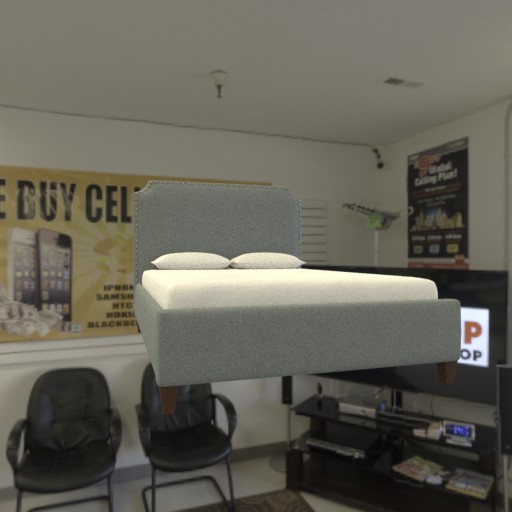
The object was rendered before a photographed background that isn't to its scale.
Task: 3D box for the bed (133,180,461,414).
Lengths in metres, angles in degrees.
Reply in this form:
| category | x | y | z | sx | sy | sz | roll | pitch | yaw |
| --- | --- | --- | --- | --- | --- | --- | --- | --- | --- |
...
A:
| category | x | y | z | sx | sy | sz | roll | pitch | yaw |
| --- | --- | --- | --- | --- | --- | --- | --- | --- | --- |
| bed | 0.000 | 0.000 | 3.361 | 1.712 | 1.443 | 2.372 | 0 | 0 | -18 |
